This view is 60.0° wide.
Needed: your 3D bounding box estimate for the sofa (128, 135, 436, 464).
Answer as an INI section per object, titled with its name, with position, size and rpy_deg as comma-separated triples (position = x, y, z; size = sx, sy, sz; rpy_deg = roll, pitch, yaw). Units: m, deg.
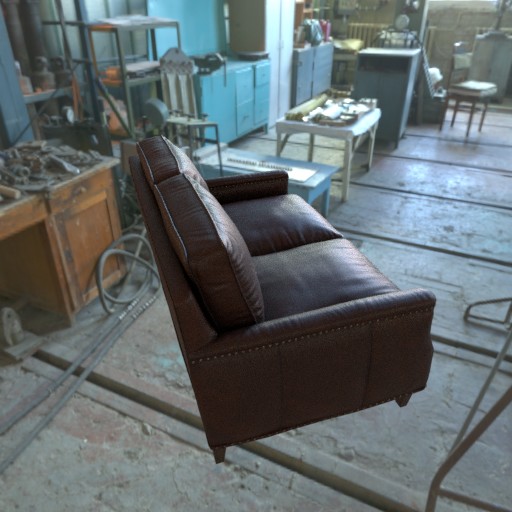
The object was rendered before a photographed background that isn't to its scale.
[sofa]
position = 0.000, 0.000, 2.285
size = 1.083, 1.003, 1.628
rpy_deg = -10, 32, -16
